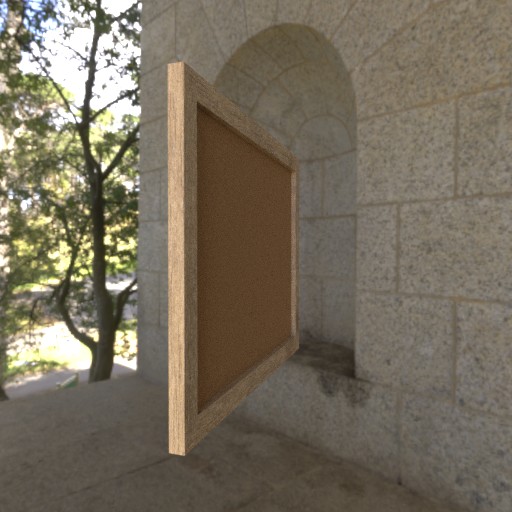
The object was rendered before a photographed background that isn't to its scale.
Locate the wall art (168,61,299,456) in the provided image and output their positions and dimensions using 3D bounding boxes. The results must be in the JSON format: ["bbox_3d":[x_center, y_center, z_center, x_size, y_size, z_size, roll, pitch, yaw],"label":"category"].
[{"bbox_3d":[0.000,0.000,0.932,0.026,0.535,0.690,0,1,19],"label":"wall art"}]
